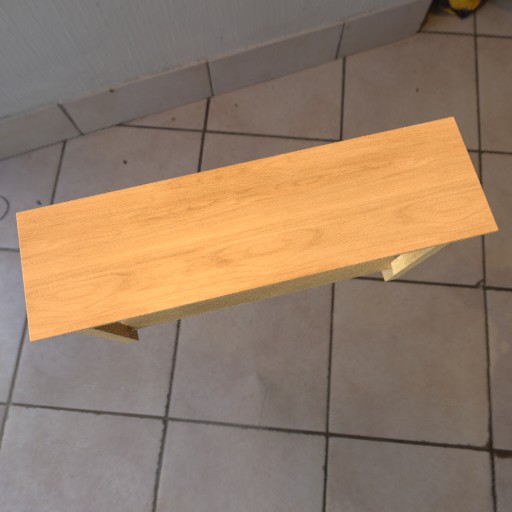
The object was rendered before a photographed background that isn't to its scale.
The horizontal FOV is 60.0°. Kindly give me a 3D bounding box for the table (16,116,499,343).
[{"bbox_3d":[0.000,0.000,1.533,1.240,0.730,0.350,-13,76,-3],"label":"table"}]
